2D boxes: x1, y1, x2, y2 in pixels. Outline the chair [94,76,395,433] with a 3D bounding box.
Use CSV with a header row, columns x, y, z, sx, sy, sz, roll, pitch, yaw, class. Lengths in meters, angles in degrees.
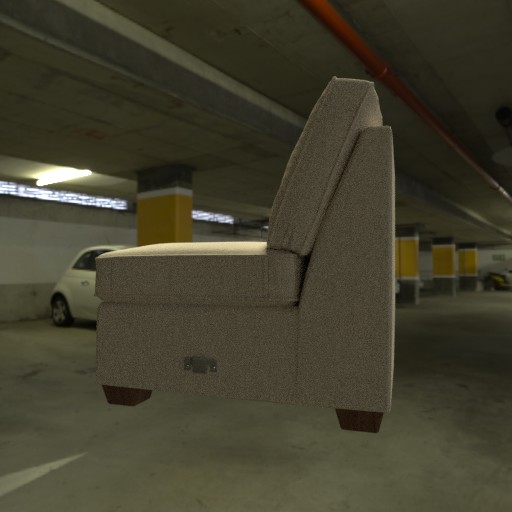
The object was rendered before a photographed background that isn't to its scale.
x,y,z,sx,sy,sz,roll,pitch,yaw,class
0.000,0.000,1.571,0.938,0.970,0.621,-1,-2,18,chair
